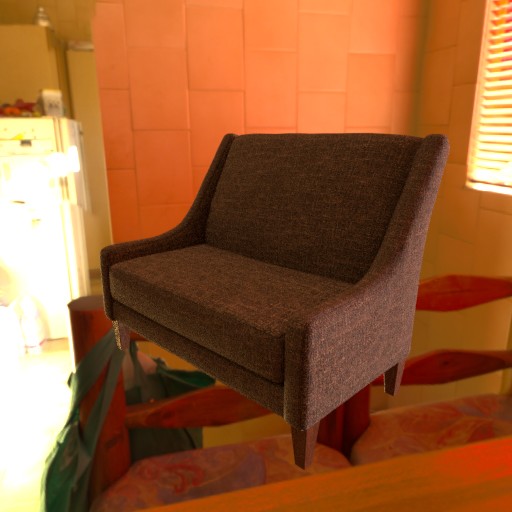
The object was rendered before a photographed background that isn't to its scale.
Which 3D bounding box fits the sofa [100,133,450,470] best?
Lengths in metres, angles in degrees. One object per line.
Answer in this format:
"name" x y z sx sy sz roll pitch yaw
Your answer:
"sofa" 0.000 0.000 1.907 1.242 1.021 0.870 15 21 43
